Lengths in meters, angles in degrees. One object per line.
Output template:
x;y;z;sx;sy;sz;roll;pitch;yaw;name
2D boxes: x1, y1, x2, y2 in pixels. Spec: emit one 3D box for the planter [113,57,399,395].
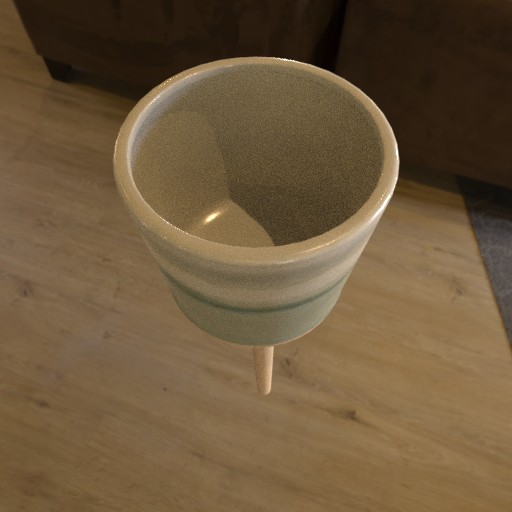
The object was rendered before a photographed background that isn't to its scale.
0.000;0.000;0.583;0.265;0.404;0.265;33;63;19;planter
